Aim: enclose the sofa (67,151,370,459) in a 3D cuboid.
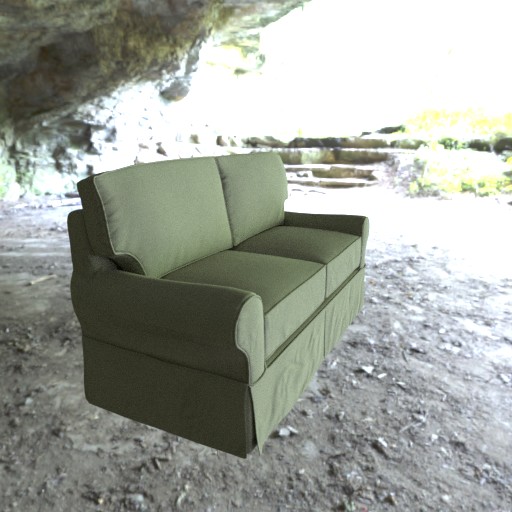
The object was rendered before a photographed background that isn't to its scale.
[{"bbox_3d":[0.000,0.000,2.337,0.841,1.024,1.823,8,17,26],"label":"sofa"}]
